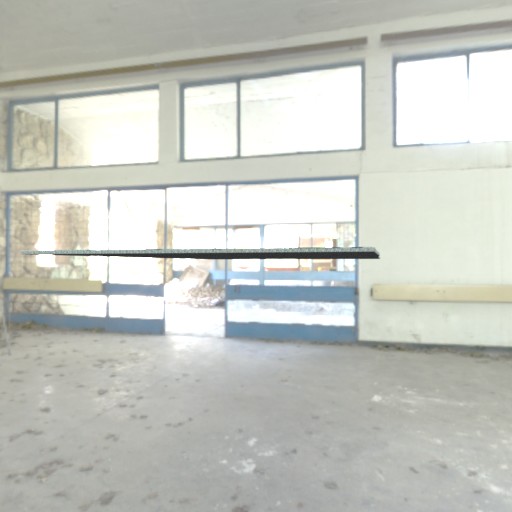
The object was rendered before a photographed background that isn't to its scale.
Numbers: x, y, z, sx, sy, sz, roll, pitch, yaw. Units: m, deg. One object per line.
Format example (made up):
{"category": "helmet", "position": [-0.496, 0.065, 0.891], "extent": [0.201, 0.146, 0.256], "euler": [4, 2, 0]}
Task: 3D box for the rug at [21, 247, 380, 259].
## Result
{"category": "rug", "position": [0.000, 0.000, 2.284], "extent": [1.235, 0.014, 1.829], "euler": [0, -1, 16]}
